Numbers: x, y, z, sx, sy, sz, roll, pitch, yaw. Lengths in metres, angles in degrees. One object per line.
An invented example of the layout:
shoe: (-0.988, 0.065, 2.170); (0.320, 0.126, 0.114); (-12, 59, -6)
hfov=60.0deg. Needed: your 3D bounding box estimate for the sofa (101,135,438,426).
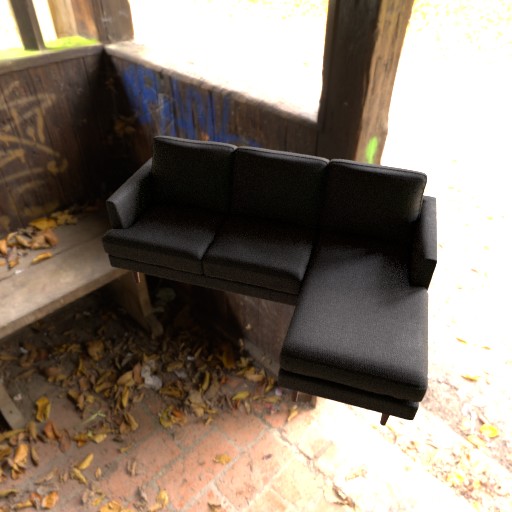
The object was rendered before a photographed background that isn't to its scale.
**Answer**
sofa: (0.000, 0.000, 2.971); (2.233, 0.956, 1.504); (11, 41, 13)
